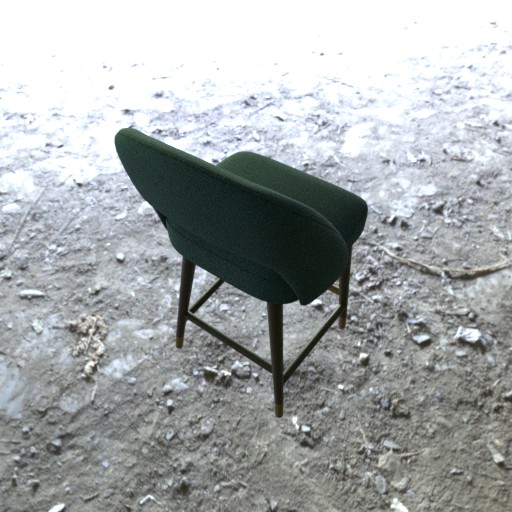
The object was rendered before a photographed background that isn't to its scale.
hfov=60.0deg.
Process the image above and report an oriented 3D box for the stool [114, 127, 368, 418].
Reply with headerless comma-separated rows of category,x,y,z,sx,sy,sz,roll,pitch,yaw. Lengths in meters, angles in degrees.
stool,0.000,0.000,1.280,0.536,0.939,0.522,28,53,24
